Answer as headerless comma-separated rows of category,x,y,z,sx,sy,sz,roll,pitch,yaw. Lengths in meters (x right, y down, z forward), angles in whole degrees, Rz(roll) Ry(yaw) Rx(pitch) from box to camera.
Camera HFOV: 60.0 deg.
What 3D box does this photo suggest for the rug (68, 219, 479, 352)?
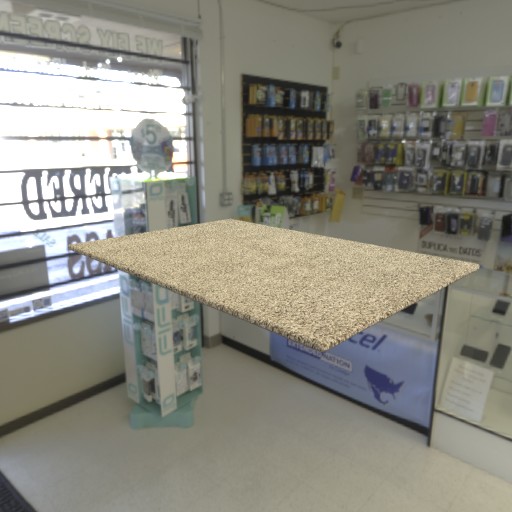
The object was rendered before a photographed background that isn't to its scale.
rug,0.000,0.000,2.286,1.219,0.030,1.778,-14,20,-43
